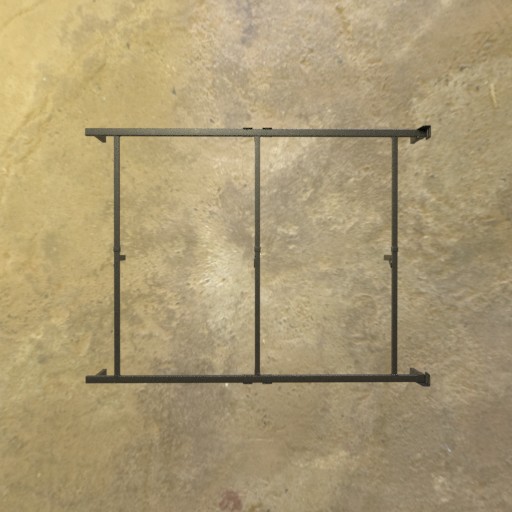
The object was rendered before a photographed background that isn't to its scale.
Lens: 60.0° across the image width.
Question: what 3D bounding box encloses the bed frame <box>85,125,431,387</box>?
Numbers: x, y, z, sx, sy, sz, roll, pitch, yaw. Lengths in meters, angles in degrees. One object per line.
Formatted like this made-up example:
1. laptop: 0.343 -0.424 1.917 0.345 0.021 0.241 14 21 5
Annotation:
1. bed frame: 0.000 0.000 2.640 1.990 0.248 1.498 0 90 -1
